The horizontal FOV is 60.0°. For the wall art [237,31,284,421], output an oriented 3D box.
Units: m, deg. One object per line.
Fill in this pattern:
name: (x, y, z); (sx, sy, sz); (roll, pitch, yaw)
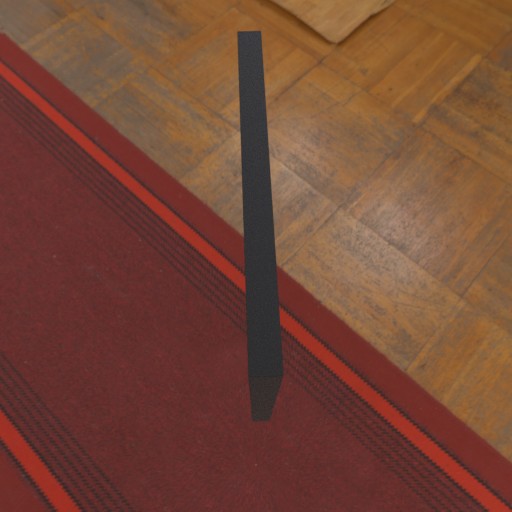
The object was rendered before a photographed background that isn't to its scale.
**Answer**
wall art: (0.000, 0.000, 0.782); (0.036, 0.503, 0.506); (-2, 65, -1)
